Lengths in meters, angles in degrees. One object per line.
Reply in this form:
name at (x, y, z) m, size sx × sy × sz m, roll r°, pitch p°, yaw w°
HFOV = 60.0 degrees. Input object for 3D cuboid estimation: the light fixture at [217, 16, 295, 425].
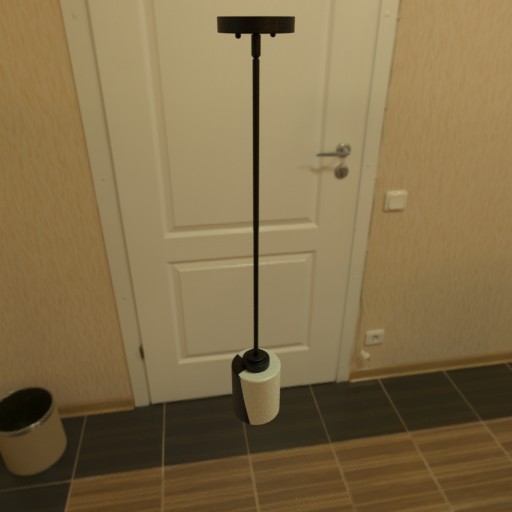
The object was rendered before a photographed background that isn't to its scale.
light fixture at (0.000, 0.000, 0.908) m, size 0.123 × 0.863 × 0.123 m, roll -21°, pitch 35°, yaw -33°
